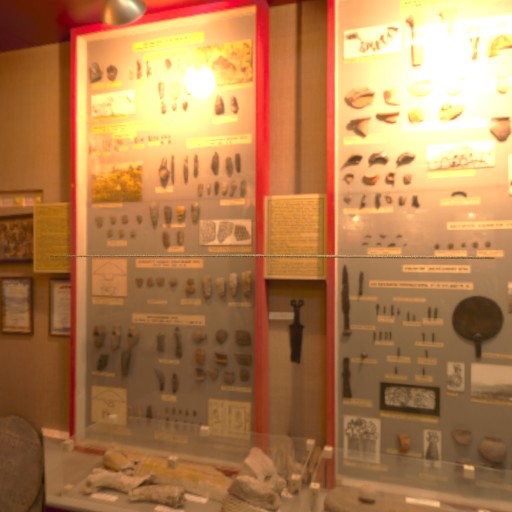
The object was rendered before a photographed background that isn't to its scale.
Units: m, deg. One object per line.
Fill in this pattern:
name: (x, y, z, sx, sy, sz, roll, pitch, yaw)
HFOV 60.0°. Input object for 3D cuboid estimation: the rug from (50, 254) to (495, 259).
rug: (0.000, 0.000, 2.544, 2.335, 0.013, 0.697, 0, 1, 19)
